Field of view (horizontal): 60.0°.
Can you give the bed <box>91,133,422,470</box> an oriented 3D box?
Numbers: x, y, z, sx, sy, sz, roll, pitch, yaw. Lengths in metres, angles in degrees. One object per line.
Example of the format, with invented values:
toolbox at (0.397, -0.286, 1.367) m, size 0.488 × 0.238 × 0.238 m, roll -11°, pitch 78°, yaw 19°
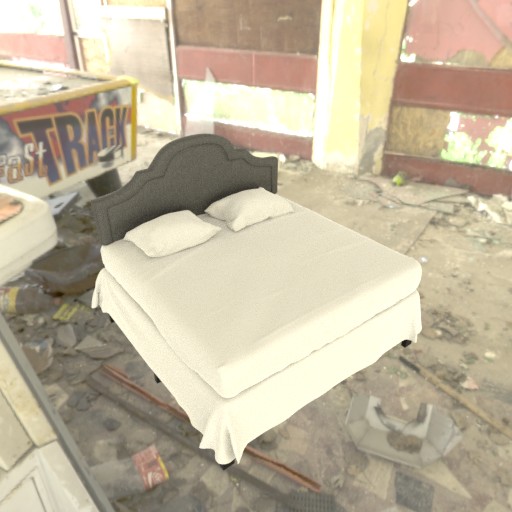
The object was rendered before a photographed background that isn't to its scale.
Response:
bed at (0.000, 0.000, 3.743) m, size 2.303 × 1.631 × 2.222 m, roll -21°, pitch 37°, yaw -32°
